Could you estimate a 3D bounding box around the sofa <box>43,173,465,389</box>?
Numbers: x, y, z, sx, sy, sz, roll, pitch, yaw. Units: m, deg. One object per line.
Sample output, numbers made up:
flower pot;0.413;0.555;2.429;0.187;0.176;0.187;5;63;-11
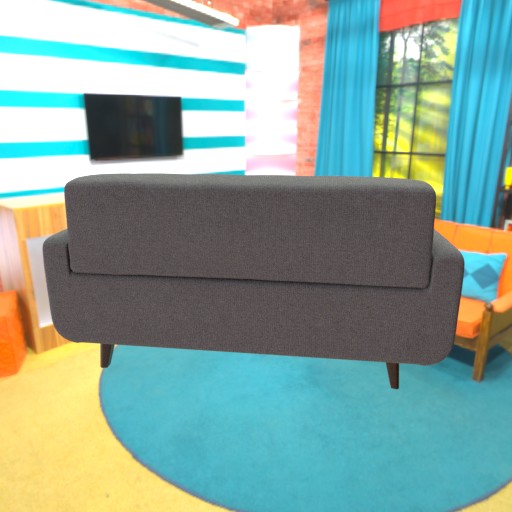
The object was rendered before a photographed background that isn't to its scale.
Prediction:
sofa;0.000;0.000;2.140;1.631;0.841;0.909;2;17;7
